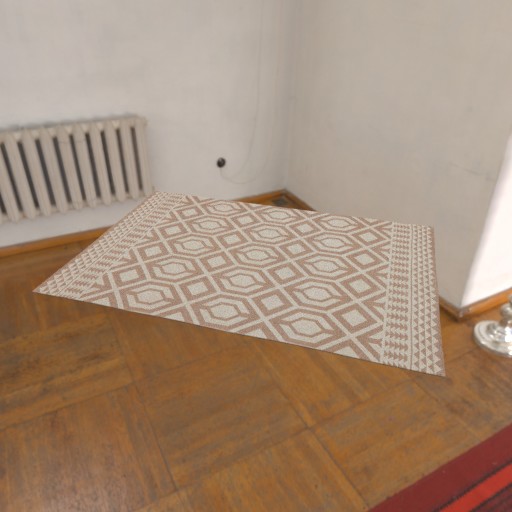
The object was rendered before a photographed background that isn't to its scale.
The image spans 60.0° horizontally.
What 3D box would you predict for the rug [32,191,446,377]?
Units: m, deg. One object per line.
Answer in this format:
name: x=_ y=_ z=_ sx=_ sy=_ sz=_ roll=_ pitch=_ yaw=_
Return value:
rug: x=0.000 y=0.000 z=2.355 sx=1.829 sy=0.008 sz=1.219 roll=9 pitch=33 yaw=14
